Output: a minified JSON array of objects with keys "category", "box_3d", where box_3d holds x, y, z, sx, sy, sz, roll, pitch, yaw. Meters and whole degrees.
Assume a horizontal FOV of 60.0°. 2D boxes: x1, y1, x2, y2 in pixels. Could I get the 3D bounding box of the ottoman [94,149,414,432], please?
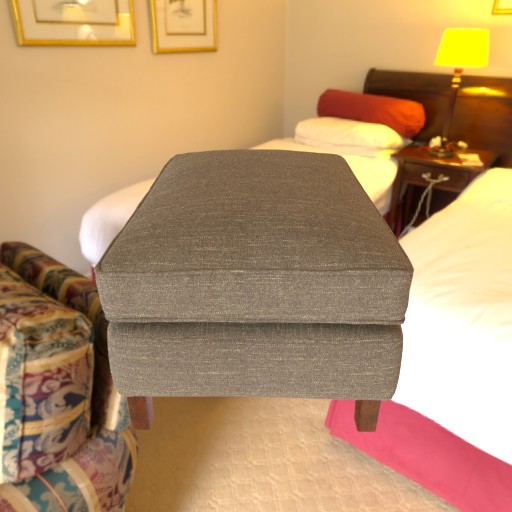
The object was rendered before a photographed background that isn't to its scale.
[{"category":"ottoman","box_3d":[0.000,0.000,0.990,0.508,0.406,0.686,0,27,1]}]
